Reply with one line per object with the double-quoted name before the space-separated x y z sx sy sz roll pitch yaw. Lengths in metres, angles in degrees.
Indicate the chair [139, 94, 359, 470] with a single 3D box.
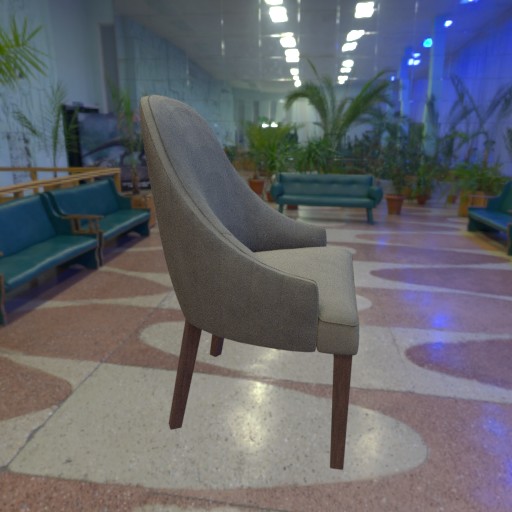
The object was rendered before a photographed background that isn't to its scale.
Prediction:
"chair" 0.000 0.000 1.290 0.575 0.889 0.643 3 15 10
